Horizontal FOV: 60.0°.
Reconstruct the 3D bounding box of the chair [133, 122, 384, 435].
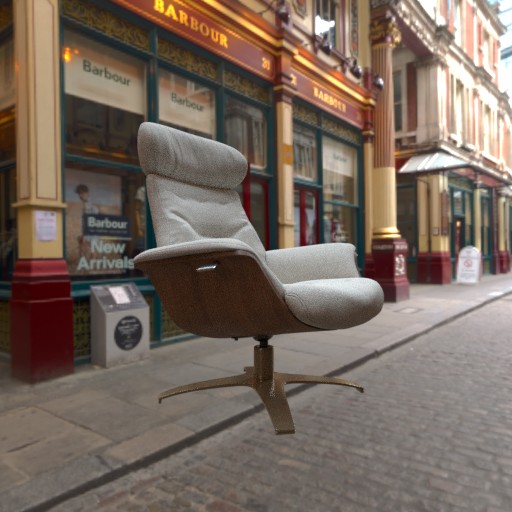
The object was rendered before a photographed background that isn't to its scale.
[{"bbox_3d":[0.000,0.000,1.590,0.837,0.995,0.785,0,0,37],"label":"chair"}]
